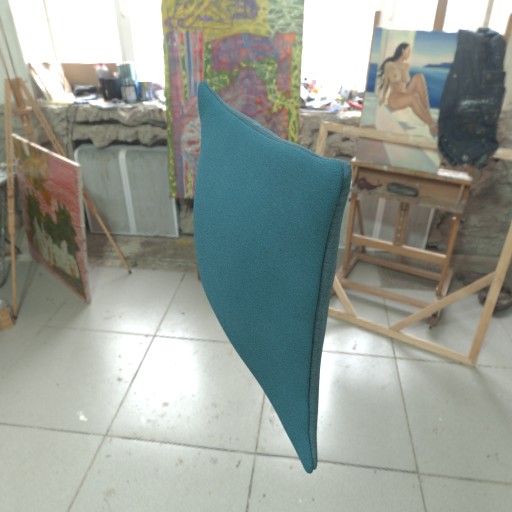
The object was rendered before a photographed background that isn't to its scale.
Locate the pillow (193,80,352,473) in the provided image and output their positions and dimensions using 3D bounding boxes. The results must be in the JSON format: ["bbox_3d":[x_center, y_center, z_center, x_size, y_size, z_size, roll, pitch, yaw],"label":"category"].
[{"bbox_3d":[0.000,0.000,0.638,0.151,0.415,0.433,-12,33,-19],"label":"pillow"}]
